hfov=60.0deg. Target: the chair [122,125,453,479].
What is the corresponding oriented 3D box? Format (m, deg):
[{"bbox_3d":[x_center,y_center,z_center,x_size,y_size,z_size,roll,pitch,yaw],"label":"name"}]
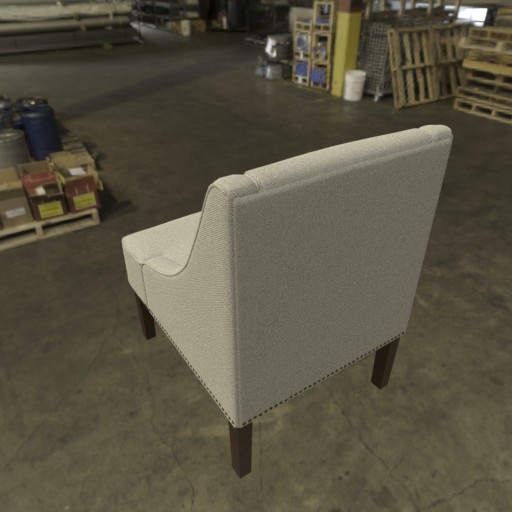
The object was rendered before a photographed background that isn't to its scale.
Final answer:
[{"bbox_3d":[0.000,0.000,1.365,0.628,0.872,0.748,-20,38,-28],"label":"chair"}]
